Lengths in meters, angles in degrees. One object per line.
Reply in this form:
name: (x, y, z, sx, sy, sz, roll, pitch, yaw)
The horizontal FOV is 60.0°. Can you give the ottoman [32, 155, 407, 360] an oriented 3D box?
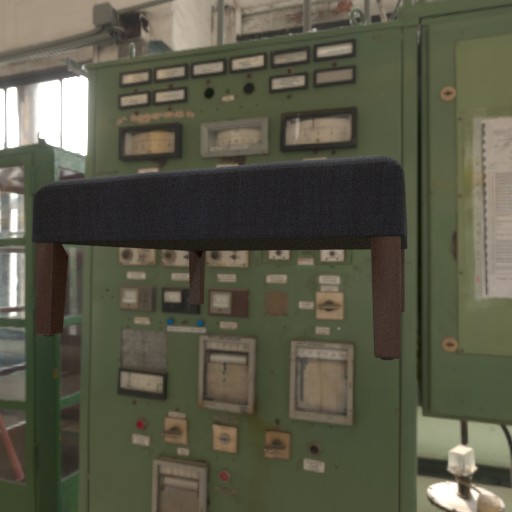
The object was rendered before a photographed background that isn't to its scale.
ottoman: (0.000, 0.000, 1.378, 0.889, 0.411, 0.890, 0, -1, 19)
